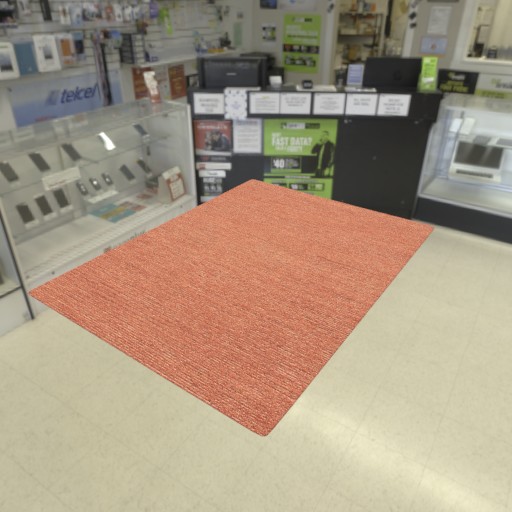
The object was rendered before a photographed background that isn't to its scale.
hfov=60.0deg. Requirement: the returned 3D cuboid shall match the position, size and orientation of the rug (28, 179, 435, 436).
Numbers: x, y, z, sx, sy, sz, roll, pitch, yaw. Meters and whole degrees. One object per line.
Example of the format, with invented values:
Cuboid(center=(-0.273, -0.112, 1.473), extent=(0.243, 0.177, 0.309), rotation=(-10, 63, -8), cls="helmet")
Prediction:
Cuboid(center=(0.000, 0.000, 2.771), extent=(1.594, 0.009, 2.112), rotation=(20, 36, 30), cls="rug")
